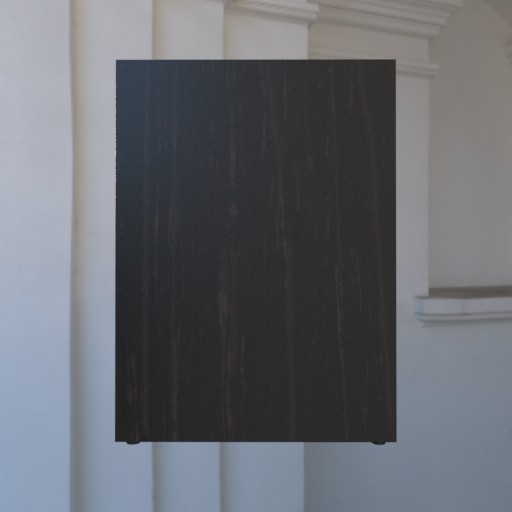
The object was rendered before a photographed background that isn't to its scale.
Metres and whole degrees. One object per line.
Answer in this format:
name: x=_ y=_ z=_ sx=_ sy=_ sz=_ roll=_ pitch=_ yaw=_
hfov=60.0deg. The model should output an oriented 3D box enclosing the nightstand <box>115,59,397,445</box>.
nightstand: x=0.000 y=0.000 z=0.808 sx=0.400 sy=0.559 sz=0.356 roll=0 pitch=0 yaw=0
